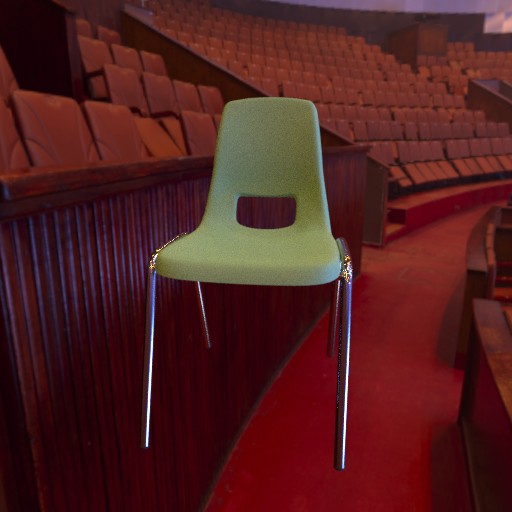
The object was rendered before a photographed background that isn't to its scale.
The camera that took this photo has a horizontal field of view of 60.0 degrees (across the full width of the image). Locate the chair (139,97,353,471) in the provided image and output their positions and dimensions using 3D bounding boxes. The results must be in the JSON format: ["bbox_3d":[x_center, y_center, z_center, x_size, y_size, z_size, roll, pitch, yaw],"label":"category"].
[{"bbox_3d":[0.000,0.000,0.920,0.381,0.653,0.436,2,15,9],"label":"chair"}]
